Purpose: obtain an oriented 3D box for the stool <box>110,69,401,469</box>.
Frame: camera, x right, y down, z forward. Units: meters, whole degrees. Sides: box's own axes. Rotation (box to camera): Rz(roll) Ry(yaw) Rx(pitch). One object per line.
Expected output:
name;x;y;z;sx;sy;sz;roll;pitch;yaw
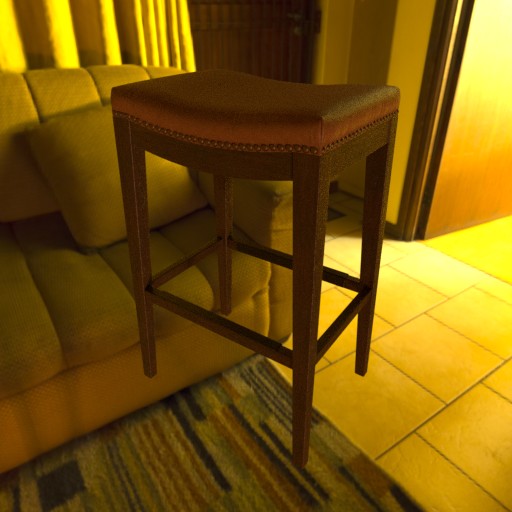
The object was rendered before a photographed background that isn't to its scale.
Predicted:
stool;0.000;0.000;1.038;0.500;0.759;0.361;19;35;30
